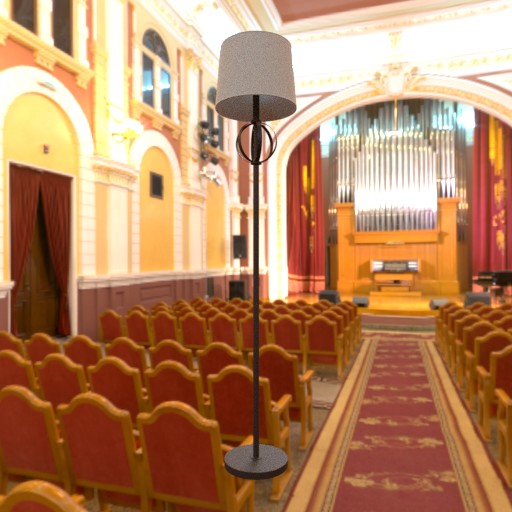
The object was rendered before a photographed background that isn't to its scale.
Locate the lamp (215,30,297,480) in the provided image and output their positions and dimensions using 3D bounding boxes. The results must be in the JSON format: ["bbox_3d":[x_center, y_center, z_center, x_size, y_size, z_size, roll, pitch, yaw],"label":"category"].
[{"bbox_3d":[0.000,0.000,1.561,0.286,1.462,0.286,0,0,18],"label":"lamp"}]
